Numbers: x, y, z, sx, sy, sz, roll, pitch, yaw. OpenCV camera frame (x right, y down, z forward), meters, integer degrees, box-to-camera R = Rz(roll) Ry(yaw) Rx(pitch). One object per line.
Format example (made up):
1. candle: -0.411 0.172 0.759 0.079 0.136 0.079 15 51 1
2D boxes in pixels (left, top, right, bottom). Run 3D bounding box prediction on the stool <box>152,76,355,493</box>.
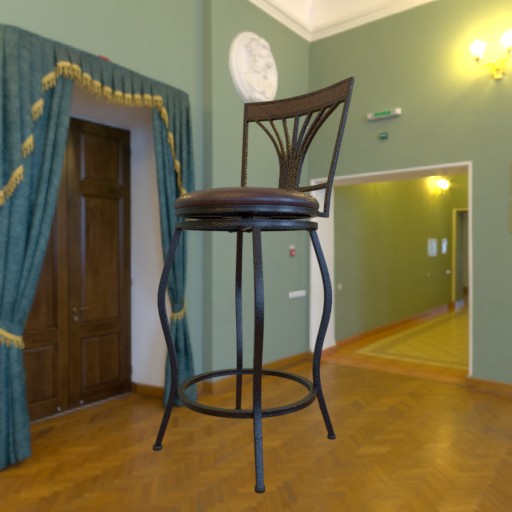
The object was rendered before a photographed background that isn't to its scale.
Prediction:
1. stool: 0.000 0.000 1.347 0.433 1.117 0.514 1 1 37
